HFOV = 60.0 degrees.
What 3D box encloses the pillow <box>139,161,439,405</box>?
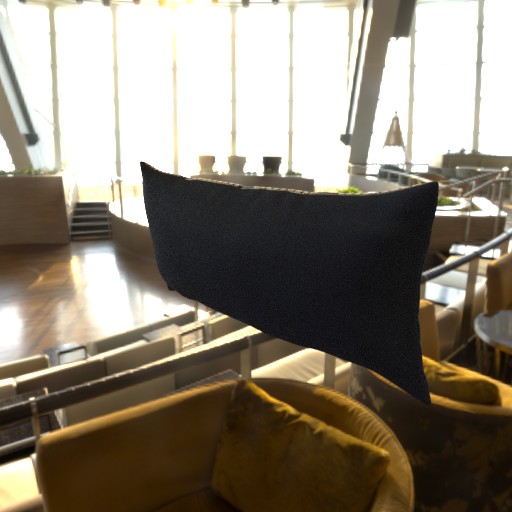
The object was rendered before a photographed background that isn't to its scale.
[{"bbox_3d":[0.000,0.000,0.730,0.156,0.292,0.608,-14,21,-42],"label":"pillow"}]
